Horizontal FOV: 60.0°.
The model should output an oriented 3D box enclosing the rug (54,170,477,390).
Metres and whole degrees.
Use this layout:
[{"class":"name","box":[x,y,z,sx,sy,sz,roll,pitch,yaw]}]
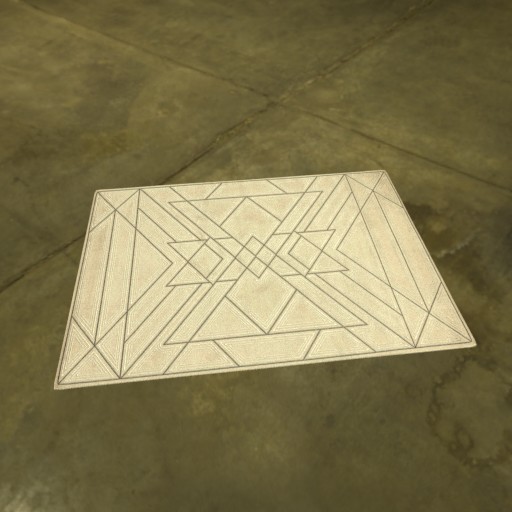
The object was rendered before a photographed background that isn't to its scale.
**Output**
[{"class":"rug","box":[0.000,0.000,4.323,3.381,0.026,2.436,-5,47,-4]}]
